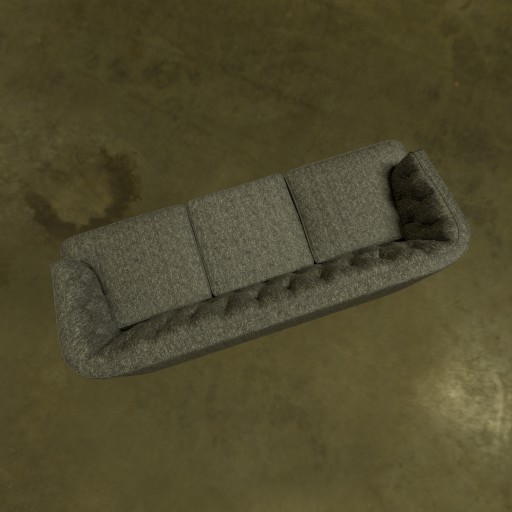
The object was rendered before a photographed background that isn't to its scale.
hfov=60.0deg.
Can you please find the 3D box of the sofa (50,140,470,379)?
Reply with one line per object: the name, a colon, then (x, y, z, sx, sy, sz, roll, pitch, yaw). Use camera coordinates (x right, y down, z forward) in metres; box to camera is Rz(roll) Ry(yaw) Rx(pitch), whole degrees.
sofa: (0.000, 0.000, 2.746, 2.278, 0.855, 0.941, -18, 77, -4)
